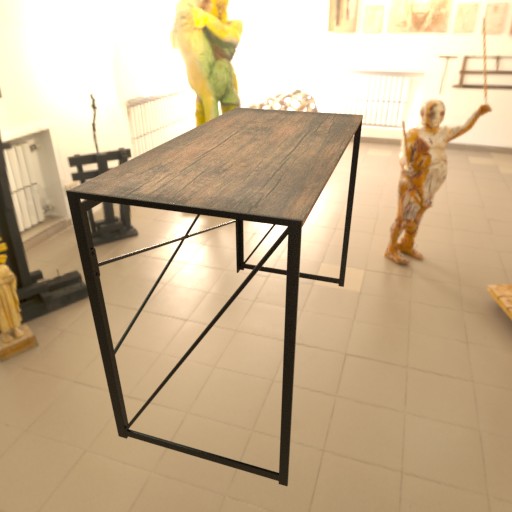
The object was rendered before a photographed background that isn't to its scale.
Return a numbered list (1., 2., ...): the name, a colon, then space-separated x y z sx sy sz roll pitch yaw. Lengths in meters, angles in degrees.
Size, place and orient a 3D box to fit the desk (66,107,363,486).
1. desk: 0.000 0.000 1.459 0.505 0.747 1.015 9 30 16
